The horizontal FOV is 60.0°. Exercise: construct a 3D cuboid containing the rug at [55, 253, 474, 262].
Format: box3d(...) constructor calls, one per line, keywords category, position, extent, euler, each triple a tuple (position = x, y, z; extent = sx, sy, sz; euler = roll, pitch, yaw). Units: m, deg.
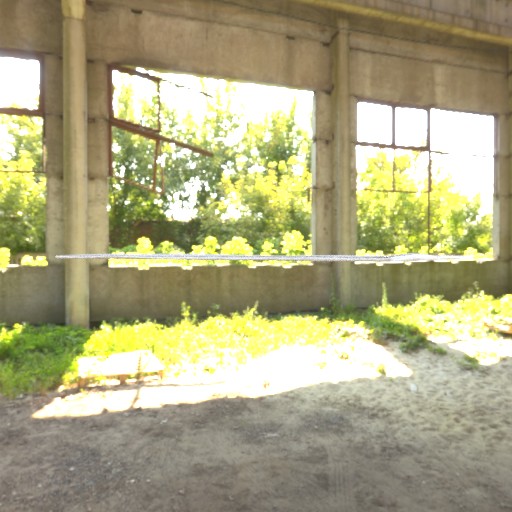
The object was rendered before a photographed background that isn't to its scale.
box3d(category="rug", position=(0.000, 0.000, 3.036), extent=(2.447, 0.036, 1.537), euler=(0, 0, 37))
